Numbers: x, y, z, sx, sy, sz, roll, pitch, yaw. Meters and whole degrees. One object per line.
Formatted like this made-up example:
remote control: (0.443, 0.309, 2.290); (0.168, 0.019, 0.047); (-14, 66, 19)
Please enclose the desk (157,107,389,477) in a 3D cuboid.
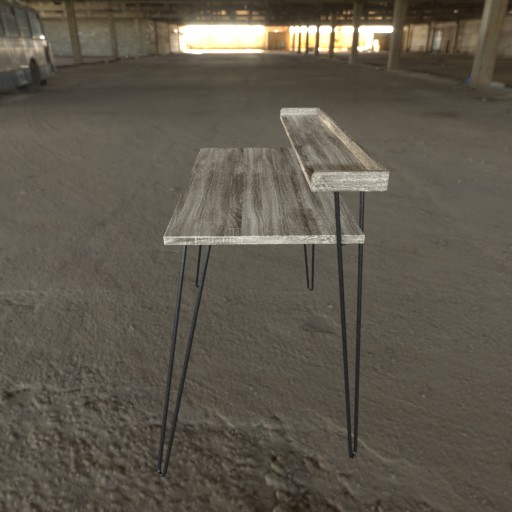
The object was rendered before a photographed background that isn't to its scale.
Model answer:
desk: (0.000, 0.000, 1.617); (0.605, 0.899, 1.135); (0, 26, -1)
